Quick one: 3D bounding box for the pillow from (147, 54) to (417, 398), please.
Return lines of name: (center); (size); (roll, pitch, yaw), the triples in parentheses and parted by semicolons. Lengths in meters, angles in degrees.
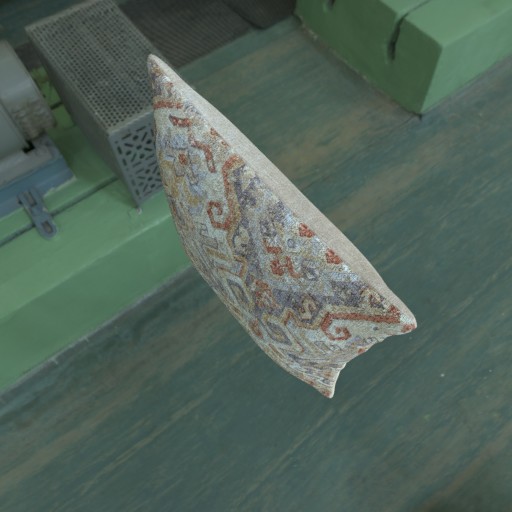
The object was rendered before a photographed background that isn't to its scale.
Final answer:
pillow: (0.000, 0.000, 0.774); (0.166, 0.506, 0.523); (-36, 70, -16)
